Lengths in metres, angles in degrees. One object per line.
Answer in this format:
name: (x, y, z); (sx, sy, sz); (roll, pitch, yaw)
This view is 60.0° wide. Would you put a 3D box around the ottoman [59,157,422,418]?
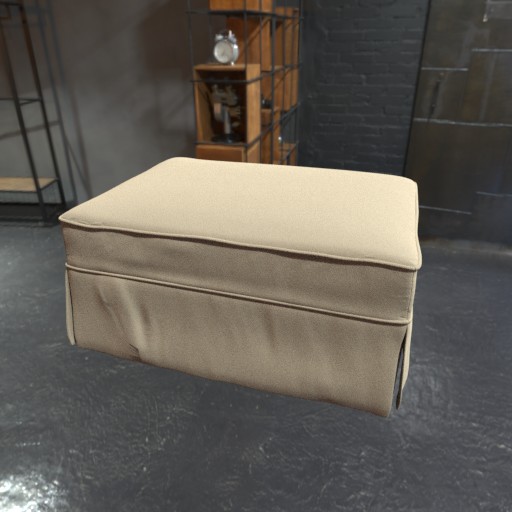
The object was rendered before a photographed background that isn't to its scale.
ottoman: (0.000, 0.000, 1.377); (0.959, 0.482, 0.721); (8, 28, 16)
